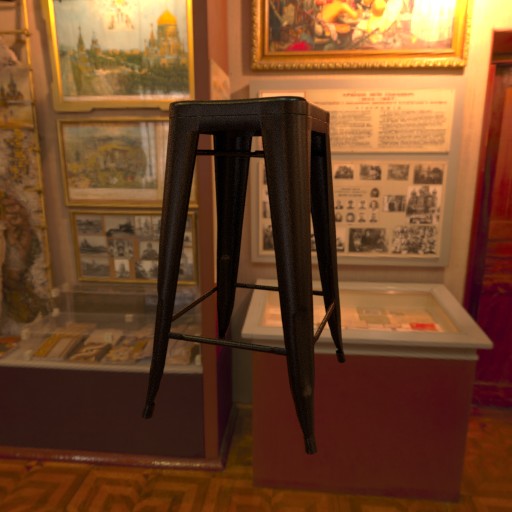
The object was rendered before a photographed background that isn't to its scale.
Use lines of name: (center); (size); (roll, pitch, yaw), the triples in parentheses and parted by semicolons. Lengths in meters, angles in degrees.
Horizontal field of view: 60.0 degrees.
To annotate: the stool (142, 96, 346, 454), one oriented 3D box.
stool: (0.000, 0.000, 0.946); (0.423, 0.609, 0.455); (2, 13, 7)
